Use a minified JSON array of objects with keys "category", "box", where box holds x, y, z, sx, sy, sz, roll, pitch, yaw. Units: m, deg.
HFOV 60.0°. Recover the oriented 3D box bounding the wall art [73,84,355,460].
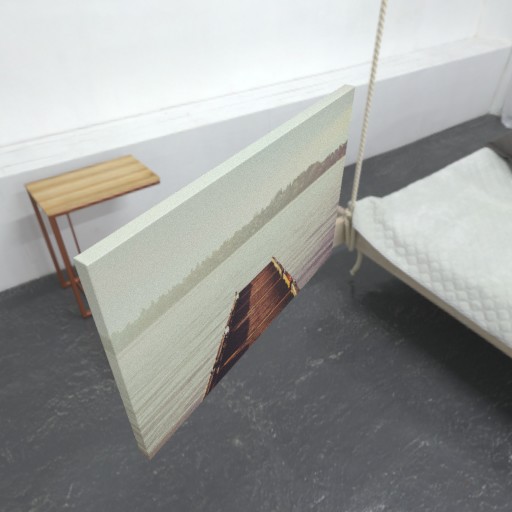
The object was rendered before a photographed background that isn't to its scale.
[{"category":"wall art","box":[0.000,0.000,1.429,0.040,0.765,1.149,24,46,26]}]
